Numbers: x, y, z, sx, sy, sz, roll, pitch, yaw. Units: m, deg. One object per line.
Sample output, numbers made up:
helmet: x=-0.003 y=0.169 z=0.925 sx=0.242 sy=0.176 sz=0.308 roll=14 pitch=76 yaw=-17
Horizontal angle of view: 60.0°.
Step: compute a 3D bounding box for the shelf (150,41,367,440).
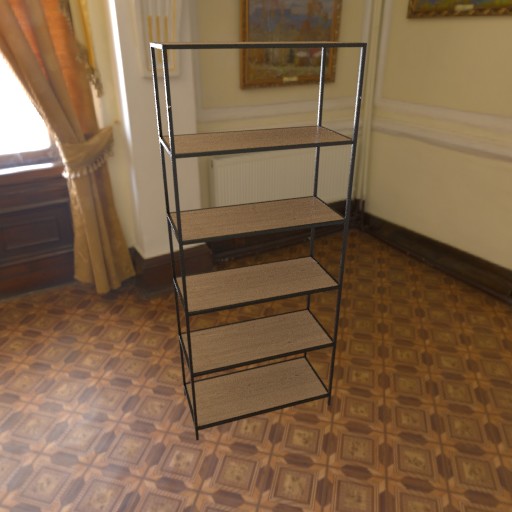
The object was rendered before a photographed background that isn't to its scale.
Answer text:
shelf: x=0.000 y=0.000 z=2.133 sx=0.770 sy=1.850 sz=0.350 roll=-9 pitch=28 yaw=-16
